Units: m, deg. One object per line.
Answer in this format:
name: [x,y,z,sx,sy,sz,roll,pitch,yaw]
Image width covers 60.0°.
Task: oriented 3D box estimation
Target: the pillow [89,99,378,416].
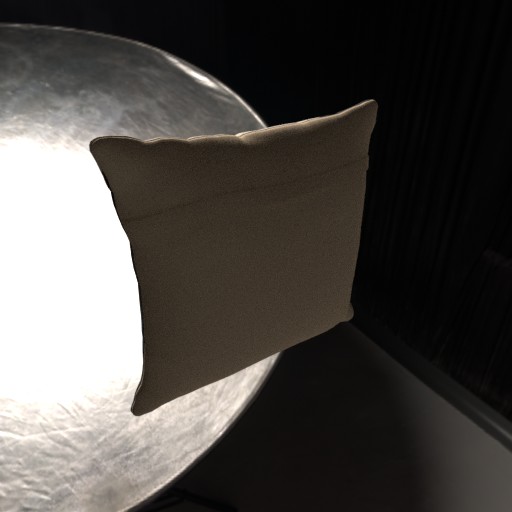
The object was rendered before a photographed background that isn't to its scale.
pillow: [0.000,0.000,0.799,0.536,0.506,0.229,-19,36,-28]
